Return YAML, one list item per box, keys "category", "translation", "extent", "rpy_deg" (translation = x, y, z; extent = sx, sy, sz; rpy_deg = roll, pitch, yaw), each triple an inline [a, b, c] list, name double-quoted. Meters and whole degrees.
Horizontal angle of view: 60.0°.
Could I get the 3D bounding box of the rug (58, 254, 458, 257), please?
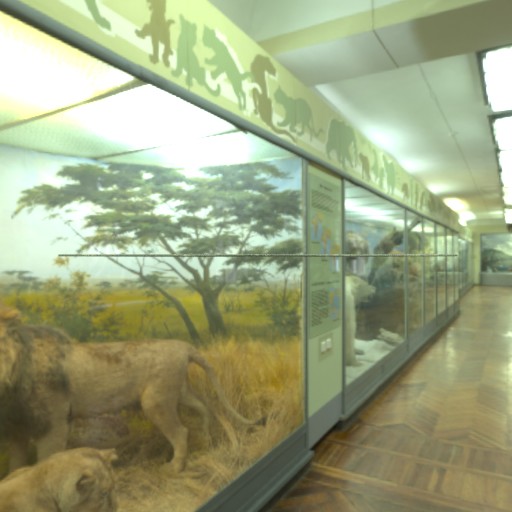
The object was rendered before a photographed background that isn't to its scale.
- category: "rug"
  translation: [0.000, 0.000, 4.379]
  extent: [2.438, 0.013, 3.353]
  rpy_deg: [0, 0, -1]
